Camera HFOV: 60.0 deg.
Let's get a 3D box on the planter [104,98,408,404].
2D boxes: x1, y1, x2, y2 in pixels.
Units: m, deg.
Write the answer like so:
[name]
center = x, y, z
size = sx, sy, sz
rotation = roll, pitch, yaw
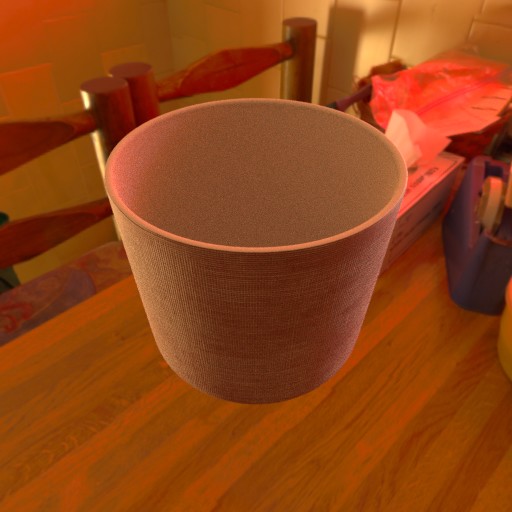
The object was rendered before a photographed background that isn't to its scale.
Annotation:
[planter]
center = 0.000, 0.000, 0.793
size = 0.440, 0.398, 0.440
rotation = 0, 41, 0
